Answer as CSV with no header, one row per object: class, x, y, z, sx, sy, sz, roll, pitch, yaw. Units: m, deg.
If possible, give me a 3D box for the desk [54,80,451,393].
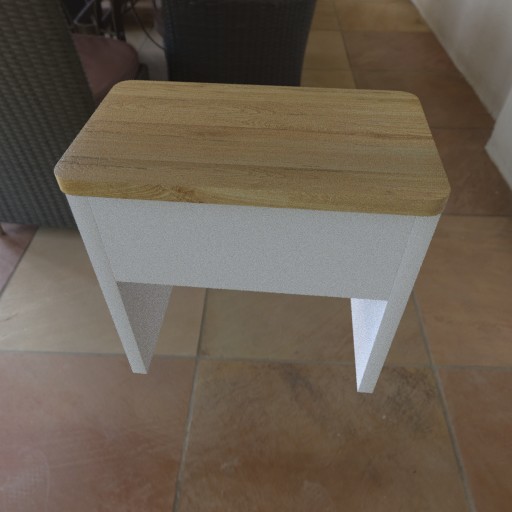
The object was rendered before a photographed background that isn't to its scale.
desk,0.000,0.000,1.253,0.760,0.790,0.440,4,45,4
